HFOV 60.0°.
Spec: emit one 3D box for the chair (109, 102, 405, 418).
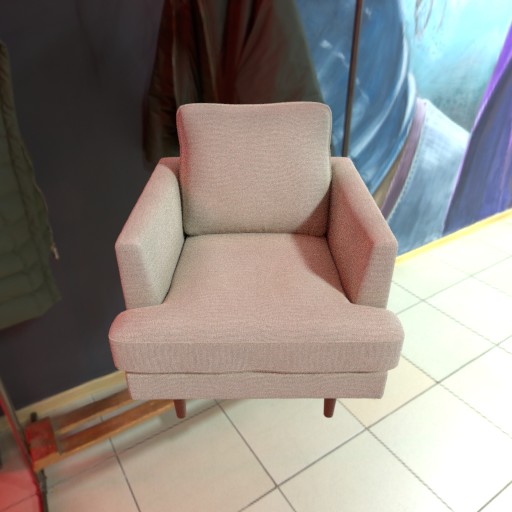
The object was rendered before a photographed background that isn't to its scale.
[{"bbox_3d":[0.000,0.000,1.619,0.858,0.957,0.899,0,31,0],"label":"chair"}]
